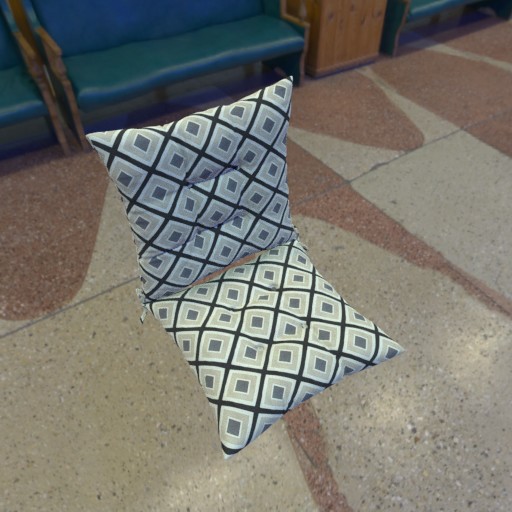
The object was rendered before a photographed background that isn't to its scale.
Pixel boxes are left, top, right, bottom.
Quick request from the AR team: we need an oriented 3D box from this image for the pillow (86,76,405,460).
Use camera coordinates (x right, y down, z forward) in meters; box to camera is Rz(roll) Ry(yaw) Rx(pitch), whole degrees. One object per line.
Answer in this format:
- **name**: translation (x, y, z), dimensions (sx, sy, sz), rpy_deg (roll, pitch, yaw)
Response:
- **pillow**: translation (0.000, 0.000, 1.016), dimensions (0.541, 0.536, 0.585), rpy_deg (-24, 50, -21)
